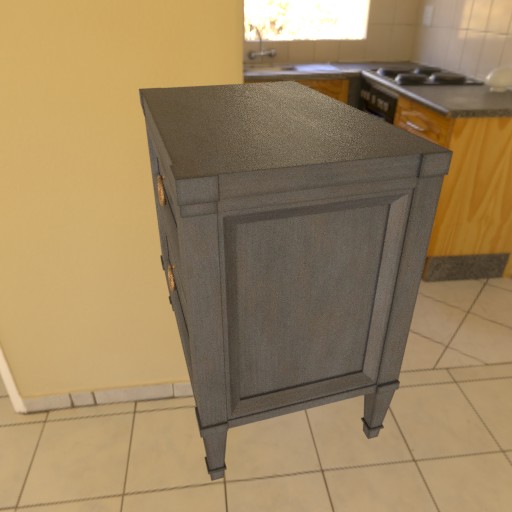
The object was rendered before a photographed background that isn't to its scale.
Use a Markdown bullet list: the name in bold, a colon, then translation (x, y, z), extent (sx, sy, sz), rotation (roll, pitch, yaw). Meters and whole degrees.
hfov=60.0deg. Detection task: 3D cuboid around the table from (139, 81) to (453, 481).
- **table**: translation (0.000, 0.000, 1.044), extent (0.413, 0.660, 0.660), rotation (-9, 32, -14)
